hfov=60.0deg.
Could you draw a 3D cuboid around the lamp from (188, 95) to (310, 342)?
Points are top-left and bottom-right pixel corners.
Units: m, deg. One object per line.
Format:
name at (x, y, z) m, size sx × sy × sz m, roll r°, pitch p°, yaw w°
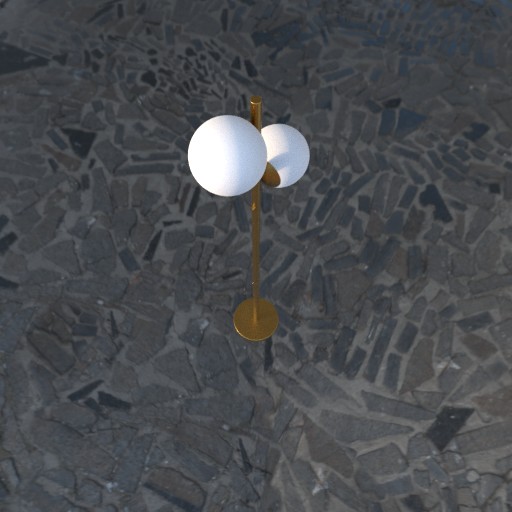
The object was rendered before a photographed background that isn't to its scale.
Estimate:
lamp at (0.000, 0.000, 1.758) m, size 0.249 × 1.641 × 0.419 m, roll 33°, pitch 68°, yaw 15°
